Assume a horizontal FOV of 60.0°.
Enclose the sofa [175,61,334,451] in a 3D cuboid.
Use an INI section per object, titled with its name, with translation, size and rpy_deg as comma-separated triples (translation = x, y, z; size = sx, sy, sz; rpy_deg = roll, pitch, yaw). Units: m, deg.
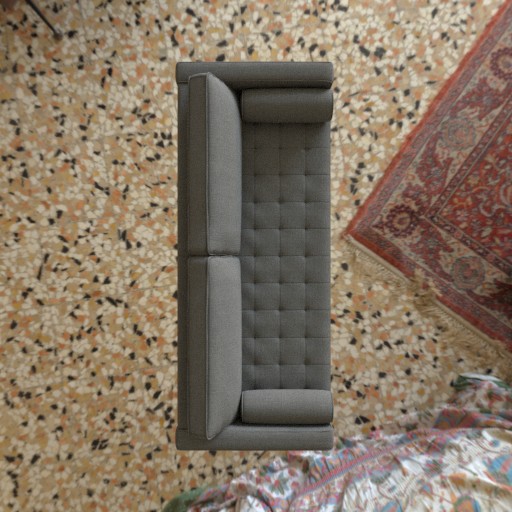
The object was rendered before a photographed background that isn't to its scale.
[sofa]
translation = 0.000, 0.000, 2.674
size = 0.914, 0.762, 2.198
rpy_deg = 0, 90, 0
